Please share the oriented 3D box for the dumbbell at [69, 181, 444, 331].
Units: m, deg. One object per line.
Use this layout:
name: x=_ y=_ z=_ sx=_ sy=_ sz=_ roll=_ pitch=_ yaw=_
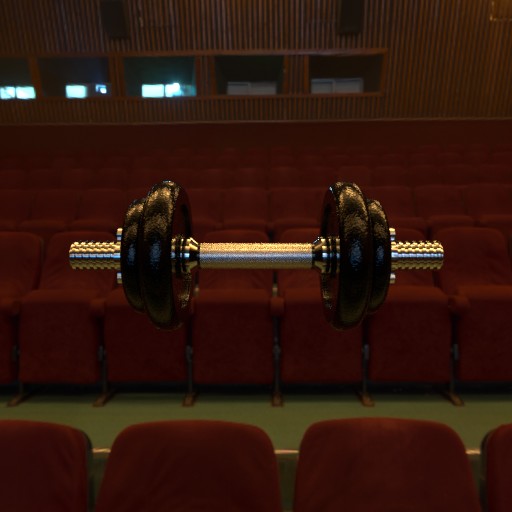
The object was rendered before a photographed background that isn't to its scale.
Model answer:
dumbbell: x=0.000 y=0.000 z=0.604 sx=0.497 sy=0.202 sz=0.202 roll=0 pitch=0 yaw=0
